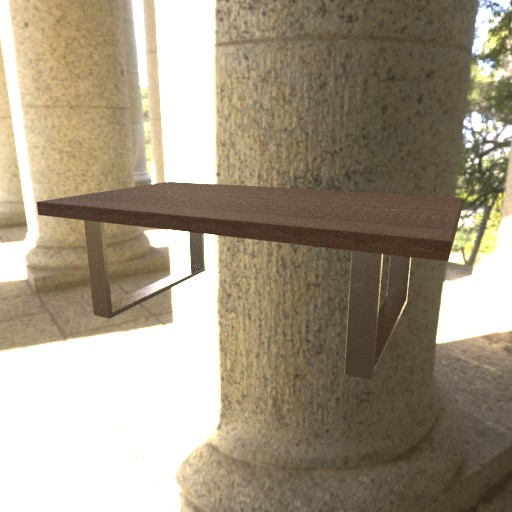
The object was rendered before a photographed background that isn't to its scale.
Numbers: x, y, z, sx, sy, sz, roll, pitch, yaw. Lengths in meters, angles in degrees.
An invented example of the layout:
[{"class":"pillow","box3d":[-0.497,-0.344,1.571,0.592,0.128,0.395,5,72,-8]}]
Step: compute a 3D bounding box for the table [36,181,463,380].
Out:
[{"class":"table","box3d":[0.000,0.000,1.730,1.400,0.440,0.800,7,17,25]}]
